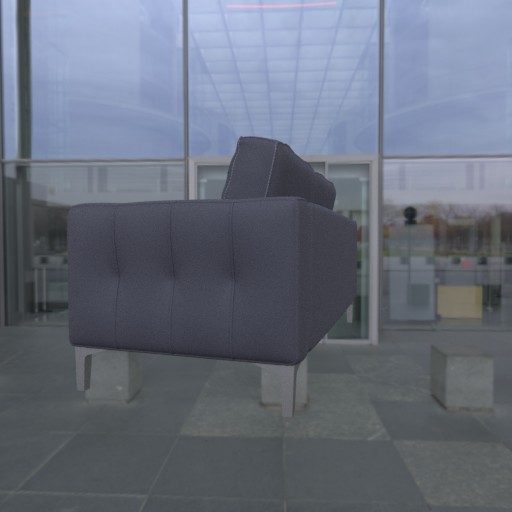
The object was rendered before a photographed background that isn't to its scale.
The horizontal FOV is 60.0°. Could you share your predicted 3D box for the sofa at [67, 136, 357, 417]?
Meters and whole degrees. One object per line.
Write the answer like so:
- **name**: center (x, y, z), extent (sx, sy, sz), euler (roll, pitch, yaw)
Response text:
- **sofa**: center (0.000, 0.000, 2.190), extent (0.833, 0.893, 1.726), euler (1, 2, 18)
